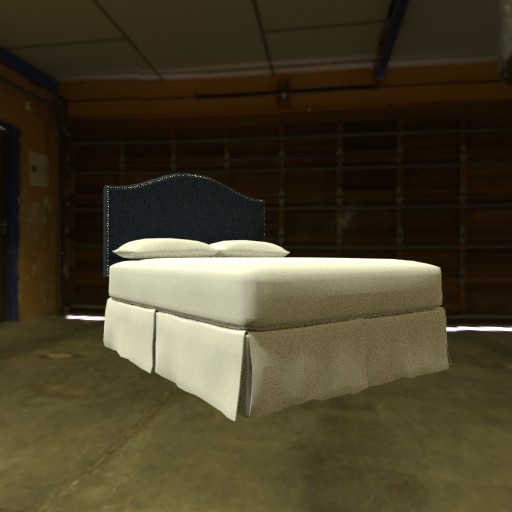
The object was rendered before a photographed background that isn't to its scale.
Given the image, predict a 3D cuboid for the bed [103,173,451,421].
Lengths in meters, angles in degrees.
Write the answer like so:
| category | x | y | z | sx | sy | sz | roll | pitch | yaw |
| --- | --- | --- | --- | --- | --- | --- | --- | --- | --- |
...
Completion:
| category | x | y | z | sx | sy | sz | roll | pitch | yaw |
| --- | --- | --- | --- | --- | --- | --- | --- | --- | --- |
| bed | 0.000 | 0.000 | 3.280 | 1.713 | 1.518 | 2.153 | 0 | 0 | -36 |
